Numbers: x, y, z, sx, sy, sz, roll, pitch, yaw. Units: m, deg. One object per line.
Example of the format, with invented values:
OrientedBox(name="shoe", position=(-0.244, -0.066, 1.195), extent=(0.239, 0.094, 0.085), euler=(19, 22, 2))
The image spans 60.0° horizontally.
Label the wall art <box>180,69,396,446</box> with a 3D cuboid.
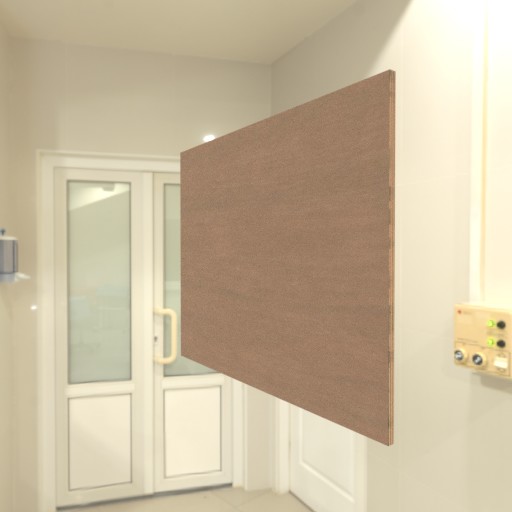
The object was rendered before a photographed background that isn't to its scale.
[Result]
OrientedBox(name="wall art", position=(0.000, 0.000, 0.689), extent=(0.010, 0.408, 0.508), euler=(-1, 1, -36))
